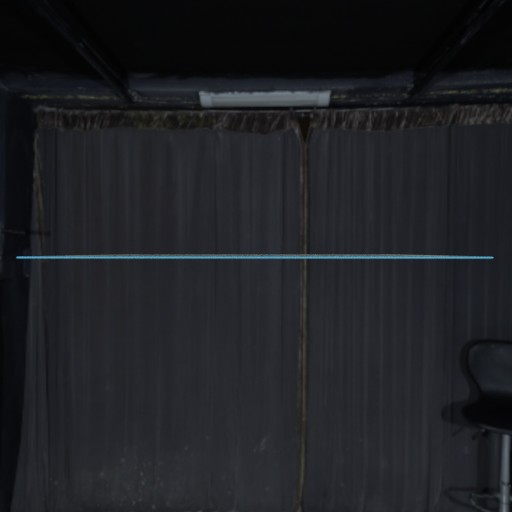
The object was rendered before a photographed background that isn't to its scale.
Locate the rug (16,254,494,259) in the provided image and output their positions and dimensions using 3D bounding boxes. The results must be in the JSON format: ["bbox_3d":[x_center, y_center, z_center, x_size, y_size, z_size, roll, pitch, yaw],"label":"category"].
[{"bbox_3d":[0.000,0.000,3.934,3.044,0.015,2.226,0,1,1],"label":"rug"}]
